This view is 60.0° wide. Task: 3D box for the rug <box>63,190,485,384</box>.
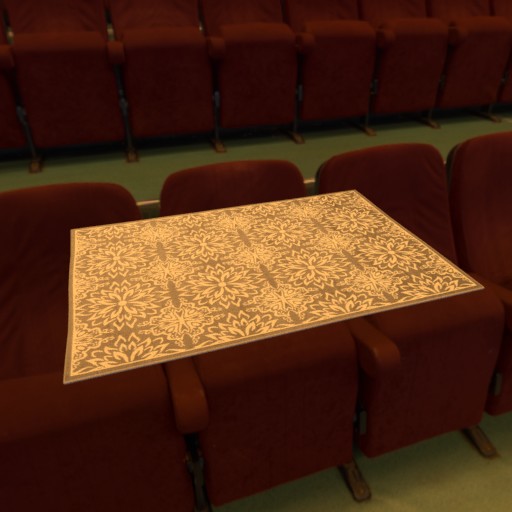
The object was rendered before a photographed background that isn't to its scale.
[{"bbox_3d":[0.000,0.000,2.312,1.847,0.012,1.224,-10,33,-16],"label":"rug"}]
